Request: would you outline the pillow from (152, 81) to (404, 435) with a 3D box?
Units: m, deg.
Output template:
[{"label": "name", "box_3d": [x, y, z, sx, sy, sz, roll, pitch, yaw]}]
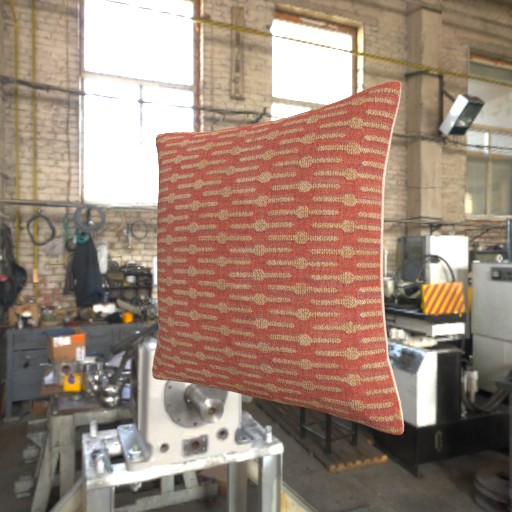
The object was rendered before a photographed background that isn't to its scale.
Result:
[{"label": "pillow", "box_3d": [0.000, 0.000, 0.771, 0.511, 0.503, 0.182, 0, 0, 35]}]
